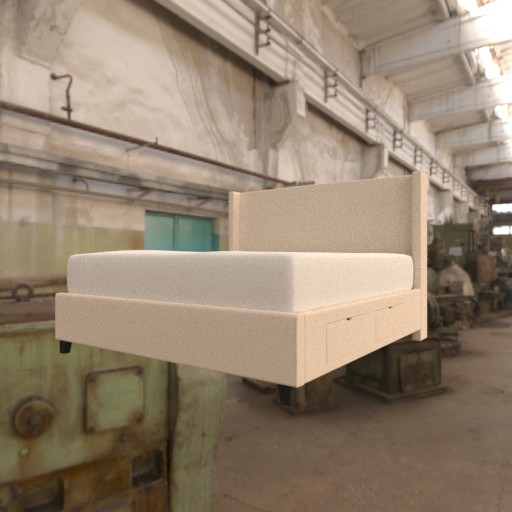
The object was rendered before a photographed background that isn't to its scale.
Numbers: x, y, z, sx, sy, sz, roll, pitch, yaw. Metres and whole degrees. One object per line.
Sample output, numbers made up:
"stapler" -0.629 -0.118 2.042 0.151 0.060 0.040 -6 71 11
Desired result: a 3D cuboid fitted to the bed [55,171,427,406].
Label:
"bed" 0.000 0.000 3.668 2.145 1.471 2.293 0 0 36
